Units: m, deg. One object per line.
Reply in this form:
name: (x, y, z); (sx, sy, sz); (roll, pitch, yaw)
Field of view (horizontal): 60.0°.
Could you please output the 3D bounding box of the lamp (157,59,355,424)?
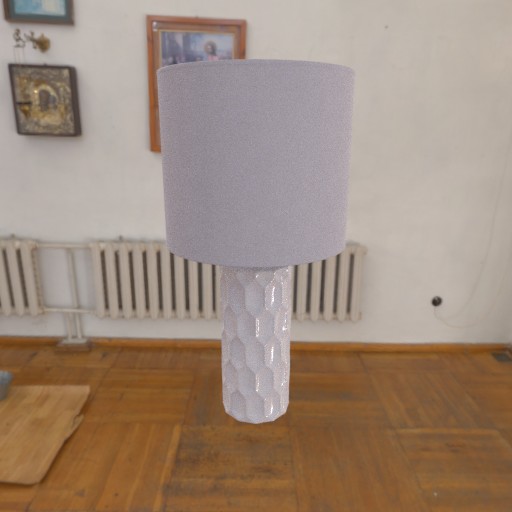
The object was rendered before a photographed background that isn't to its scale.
lamp: (0.000, 0.000, 0.702); (0.277, 0.537, 0.277); (-15, 22, -43)
